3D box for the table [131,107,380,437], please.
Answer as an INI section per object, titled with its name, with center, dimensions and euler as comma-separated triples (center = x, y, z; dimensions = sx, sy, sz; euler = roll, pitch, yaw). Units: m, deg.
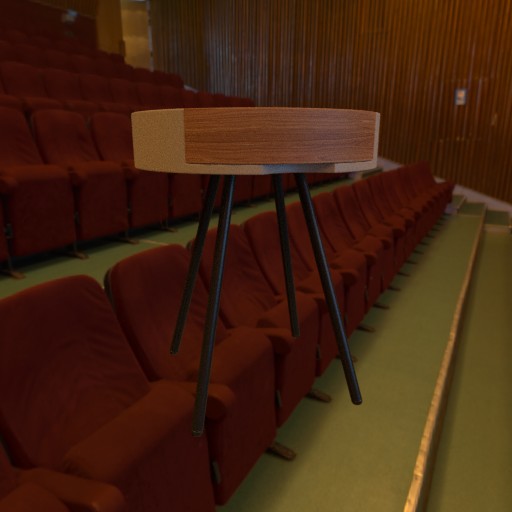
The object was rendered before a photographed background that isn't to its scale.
[table]
center = 0.000, 0.000, 0.866
dimensions = 0.450, 0.525, 0.450
euler = 0, 15, 0
